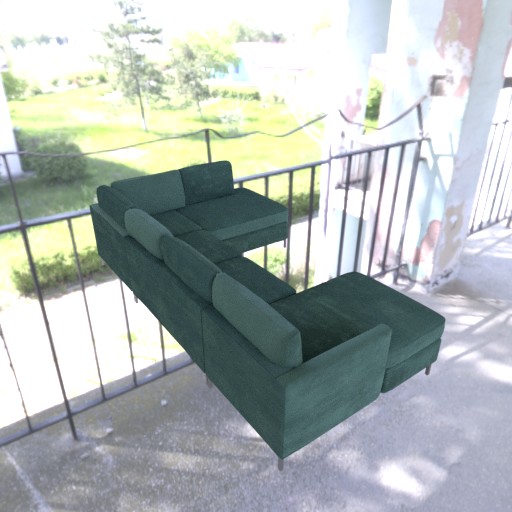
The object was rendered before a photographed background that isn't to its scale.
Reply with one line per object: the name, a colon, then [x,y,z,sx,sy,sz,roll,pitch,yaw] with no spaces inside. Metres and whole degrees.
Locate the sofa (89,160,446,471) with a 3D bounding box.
sofa: [0.000,0.000,4.247,2.055,0.992,3.434,-18,33,-31]
